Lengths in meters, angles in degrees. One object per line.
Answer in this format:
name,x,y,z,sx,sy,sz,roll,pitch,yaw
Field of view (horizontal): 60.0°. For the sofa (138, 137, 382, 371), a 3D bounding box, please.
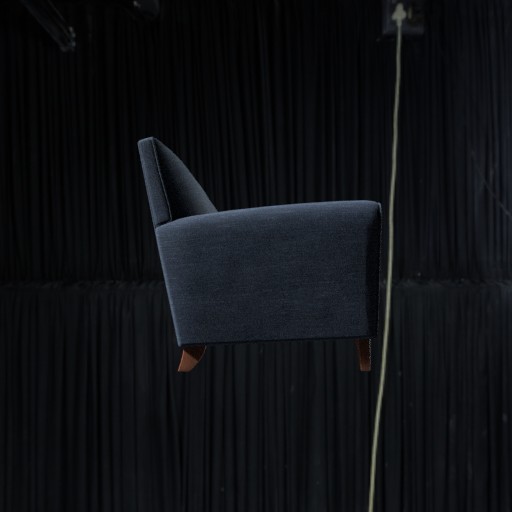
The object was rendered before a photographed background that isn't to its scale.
sofa,0.000,0.000,2.532,0.875,0.846,1.976,0,0,-1
